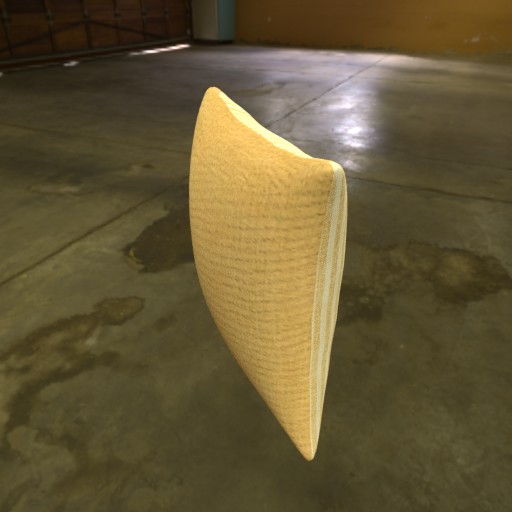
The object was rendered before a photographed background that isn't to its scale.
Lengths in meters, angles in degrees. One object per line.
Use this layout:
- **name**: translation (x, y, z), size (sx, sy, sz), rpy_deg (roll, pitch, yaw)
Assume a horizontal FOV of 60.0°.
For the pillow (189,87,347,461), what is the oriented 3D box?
- **pillow**: translation (0.000, 0.000, 0.652), size (0.173, 0.407, 0.419), rpy_deg (-10, 32, -17)
